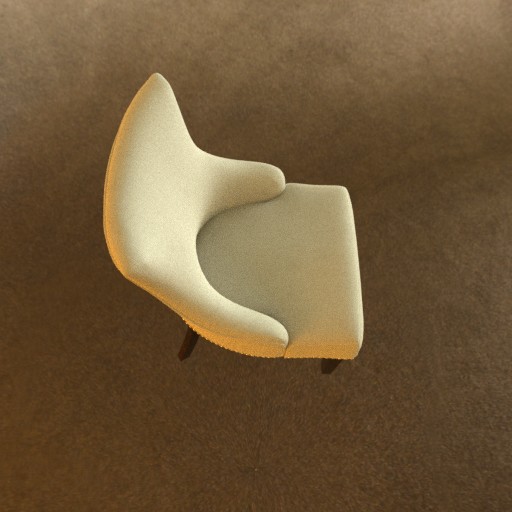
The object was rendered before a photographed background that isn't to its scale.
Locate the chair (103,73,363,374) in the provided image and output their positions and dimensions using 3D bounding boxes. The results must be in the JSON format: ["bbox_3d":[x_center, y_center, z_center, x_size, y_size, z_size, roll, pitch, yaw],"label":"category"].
[{"bbox_3d":[0.000,0.000,1.318,0.629,0.909,0.566,1,64,0],"label":"chair"}]
